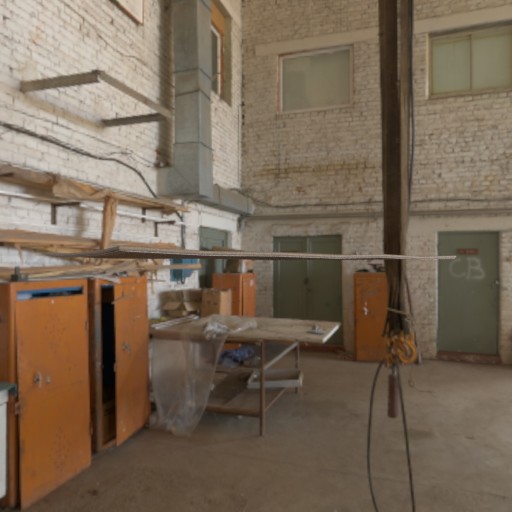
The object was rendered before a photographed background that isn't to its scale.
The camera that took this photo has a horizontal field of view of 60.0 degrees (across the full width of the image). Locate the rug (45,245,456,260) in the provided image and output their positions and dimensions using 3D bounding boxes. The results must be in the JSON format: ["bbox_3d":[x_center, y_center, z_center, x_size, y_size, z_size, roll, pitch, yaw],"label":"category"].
[{"bbox_3d":[0.000,0.000,3.085,2.430,0.053,1.553,1,-1,-35],"label":"rug"}]
